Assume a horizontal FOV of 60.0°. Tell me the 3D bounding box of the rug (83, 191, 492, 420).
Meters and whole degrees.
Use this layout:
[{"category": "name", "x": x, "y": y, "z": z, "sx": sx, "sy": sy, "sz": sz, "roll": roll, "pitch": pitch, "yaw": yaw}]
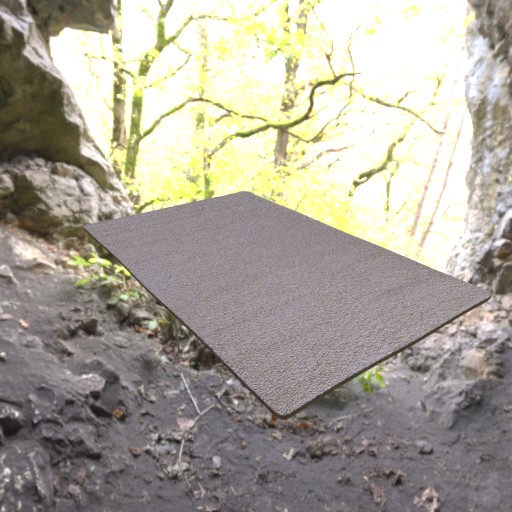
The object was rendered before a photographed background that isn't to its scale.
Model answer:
[{"category": "rug", "x": 0.000, "y": 0.000, "z": 2.858, "sx": 1.500, "sy": 0.026, "sz": 2.349, "roll": -18, "pitch": 31, "yaw": -32}]
